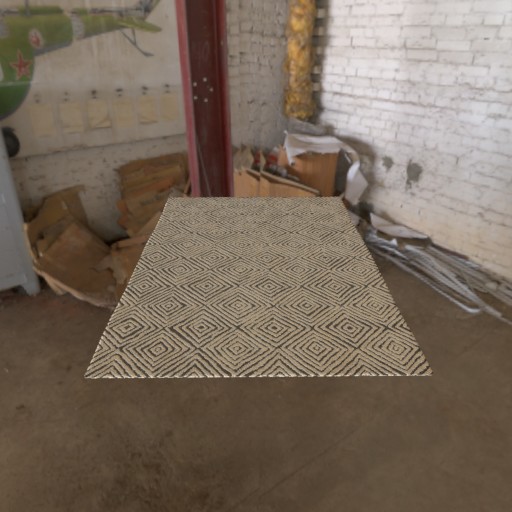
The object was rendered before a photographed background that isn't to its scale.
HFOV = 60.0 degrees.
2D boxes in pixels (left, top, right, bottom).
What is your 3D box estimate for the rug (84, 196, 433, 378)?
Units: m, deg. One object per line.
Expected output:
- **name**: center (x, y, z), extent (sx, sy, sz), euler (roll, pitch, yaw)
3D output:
- **rug**: center (0.000, 0.000, 2.256), extent (1.177, 0.004, 1.750), euler (0, 27, -1)
